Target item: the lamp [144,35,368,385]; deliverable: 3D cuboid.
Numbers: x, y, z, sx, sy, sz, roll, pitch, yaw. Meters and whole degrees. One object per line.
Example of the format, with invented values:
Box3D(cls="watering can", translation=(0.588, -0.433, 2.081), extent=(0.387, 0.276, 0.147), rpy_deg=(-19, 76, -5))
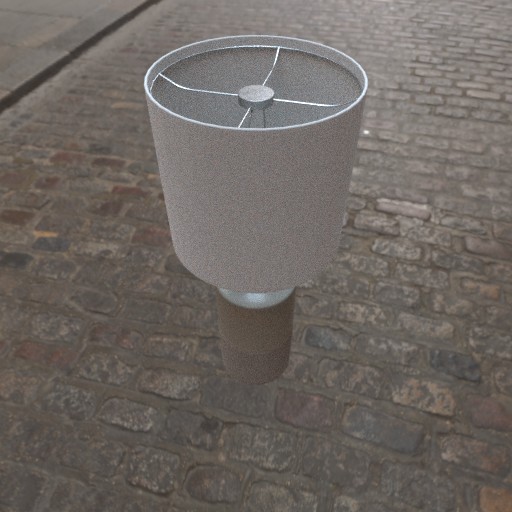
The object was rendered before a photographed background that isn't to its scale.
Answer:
Box3D(cls="lamp", translation=(0.000, 0.000, 0.599), extent=(0.212, 0.493, 0.212), rpy_deg=(11, 46, 10))
